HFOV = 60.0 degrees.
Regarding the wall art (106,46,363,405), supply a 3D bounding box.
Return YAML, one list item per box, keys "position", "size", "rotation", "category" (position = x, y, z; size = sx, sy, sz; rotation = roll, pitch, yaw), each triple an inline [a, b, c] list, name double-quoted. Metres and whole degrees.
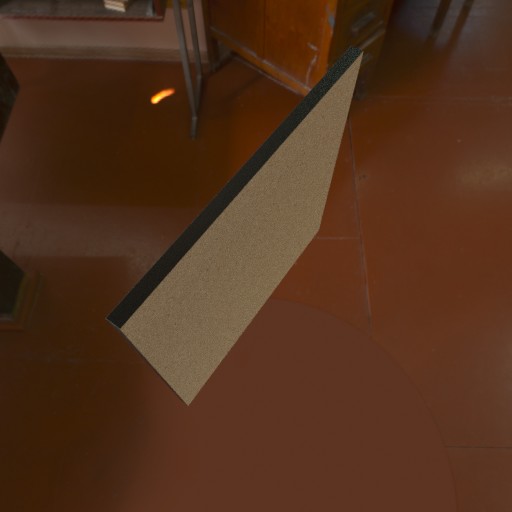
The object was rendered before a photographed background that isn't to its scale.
- position: [0.000, 0.000, 1.177]
  size: [0.031, 0.775, 0.773]
  rotation: [32, 67, 15]
  category: "wall art"
